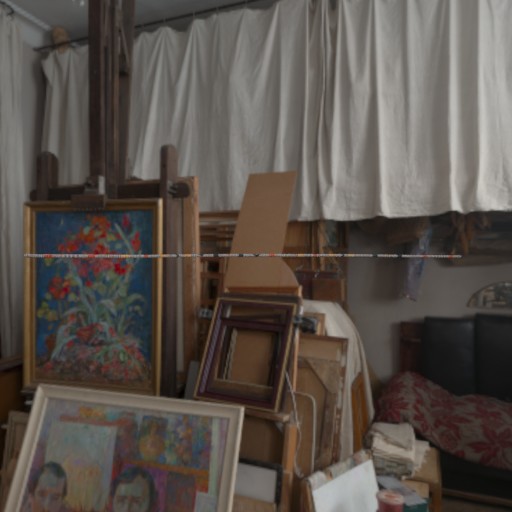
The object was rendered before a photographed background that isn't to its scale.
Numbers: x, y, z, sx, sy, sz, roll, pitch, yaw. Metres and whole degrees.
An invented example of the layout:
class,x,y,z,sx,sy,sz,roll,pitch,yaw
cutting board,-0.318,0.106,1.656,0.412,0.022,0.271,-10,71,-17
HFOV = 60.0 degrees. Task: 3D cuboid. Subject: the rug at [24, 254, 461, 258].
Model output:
class,x,y,z,sx,sy,sz,roll,pitch,yaw
rug,0.000,0.000,2.691,2.419,0.022,0.744,0,0,-19
